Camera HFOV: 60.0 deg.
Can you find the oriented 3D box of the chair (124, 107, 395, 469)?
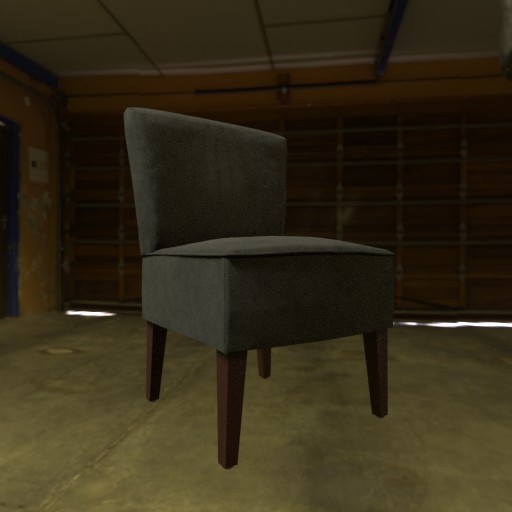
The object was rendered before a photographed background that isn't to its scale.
[{"bbox_3d":[0.000,0.000,1.150,0.521,0.806,0.554,0,1,-36],"label":"chair"}]
